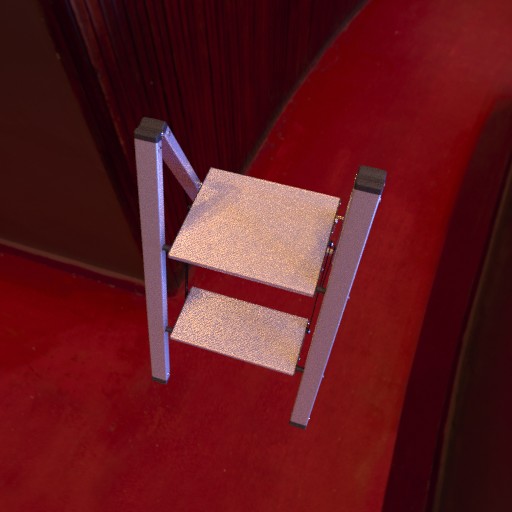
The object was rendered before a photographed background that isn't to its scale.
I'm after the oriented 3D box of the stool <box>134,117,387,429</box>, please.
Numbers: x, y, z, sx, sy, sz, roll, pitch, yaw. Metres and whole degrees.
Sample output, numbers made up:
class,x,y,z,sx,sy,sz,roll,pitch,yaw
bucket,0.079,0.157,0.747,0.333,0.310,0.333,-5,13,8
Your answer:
class,x,y,z,sx,sy,sz,roll,pitch,yaw
stool,0.000,0.000,1.028,0.440,0.670,0.535,15,59,9
